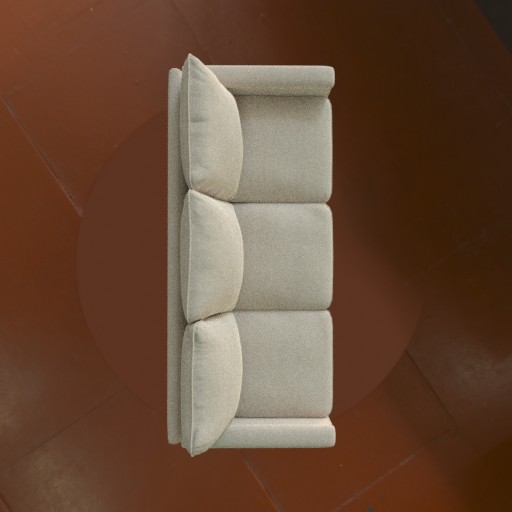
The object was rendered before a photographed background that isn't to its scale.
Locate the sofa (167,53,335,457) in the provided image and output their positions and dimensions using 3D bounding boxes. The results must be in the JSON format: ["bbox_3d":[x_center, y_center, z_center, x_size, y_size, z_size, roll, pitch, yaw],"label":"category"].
[{"bbox_3d":[0.000,0.000,2.363,0.828,0.961,1.925,0,89,0],"label":"sofa"}]
